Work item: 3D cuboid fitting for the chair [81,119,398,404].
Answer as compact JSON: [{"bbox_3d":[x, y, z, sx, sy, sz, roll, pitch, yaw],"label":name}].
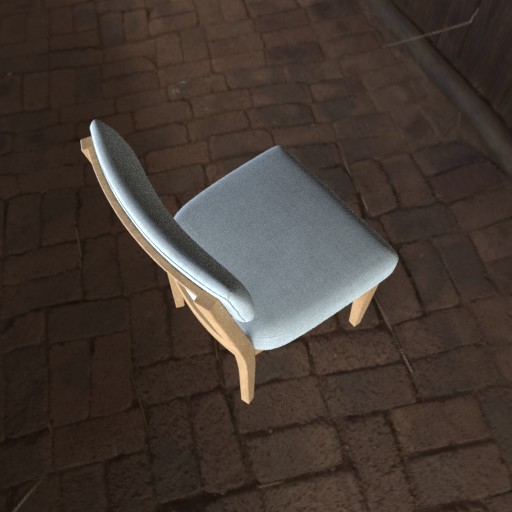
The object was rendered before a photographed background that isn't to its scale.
[{"bbox_3d":[0.000,0.000,1.184,0.572,0.832,0.508,-32,64,-18],"label":"chair"}]
